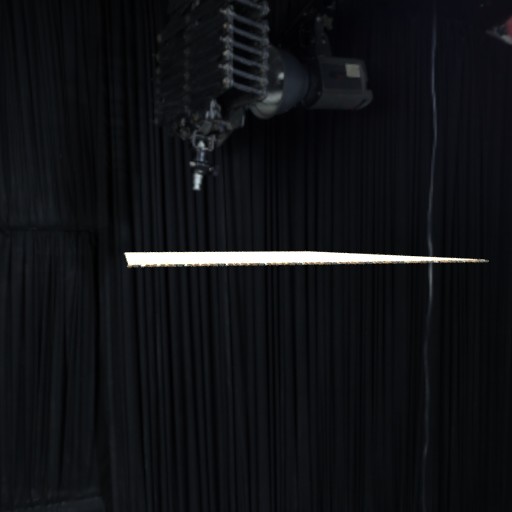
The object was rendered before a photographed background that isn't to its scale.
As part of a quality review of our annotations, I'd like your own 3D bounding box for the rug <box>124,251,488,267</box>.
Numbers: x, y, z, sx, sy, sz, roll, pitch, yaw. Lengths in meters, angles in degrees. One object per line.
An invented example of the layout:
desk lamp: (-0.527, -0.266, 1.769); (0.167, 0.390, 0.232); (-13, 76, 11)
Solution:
rug: (0.000, 0.000, 2.254); (1.278, 0.009, 1.726); (-1, 2, -17)
